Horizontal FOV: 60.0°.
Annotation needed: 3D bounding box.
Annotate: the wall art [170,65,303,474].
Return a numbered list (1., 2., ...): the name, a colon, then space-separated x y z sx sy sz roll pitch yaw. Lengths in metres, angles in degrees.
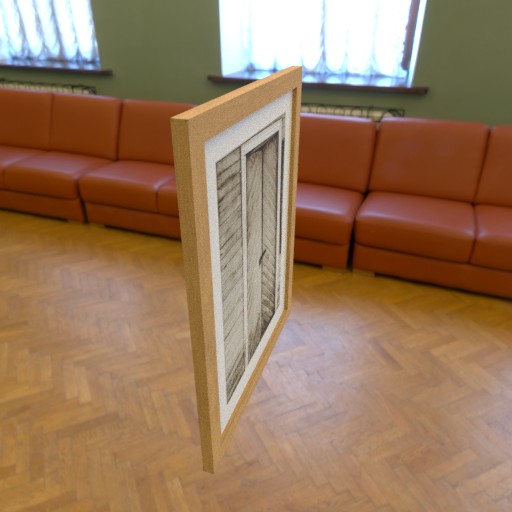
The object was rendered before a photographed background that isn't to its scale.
1. wall art: 0.000 0.000 0.768 0.020 0.561 0.460 10 31 17
